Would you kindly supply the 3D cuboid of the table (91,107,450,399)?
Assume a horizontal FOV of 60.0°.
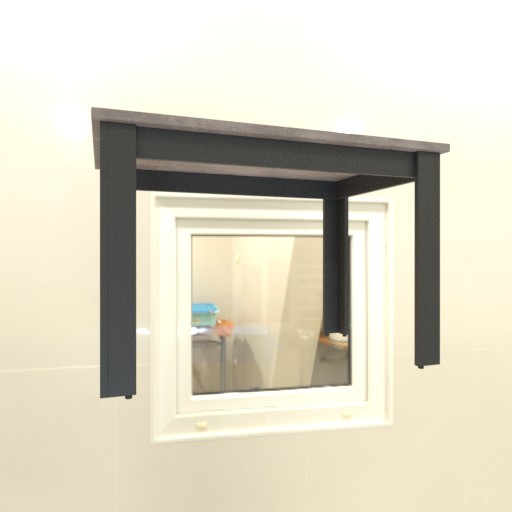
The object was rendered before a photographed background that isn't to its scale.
[{"bbox_3d":[0.000,0.000,1.598,1.100,0.734,0.700,0,0,-19],"label":"table"}]
